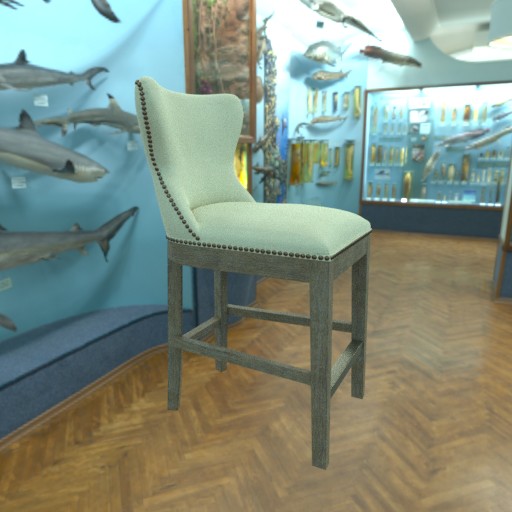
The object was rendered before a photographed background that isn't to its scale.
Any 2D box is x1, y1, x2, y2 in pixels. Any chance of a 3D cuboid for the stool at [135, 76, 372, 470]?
[{"bbox_3d":[0.000,0.000,1.328,0.608,0.981,0.498,7,15,27],"label":"stool"}]
